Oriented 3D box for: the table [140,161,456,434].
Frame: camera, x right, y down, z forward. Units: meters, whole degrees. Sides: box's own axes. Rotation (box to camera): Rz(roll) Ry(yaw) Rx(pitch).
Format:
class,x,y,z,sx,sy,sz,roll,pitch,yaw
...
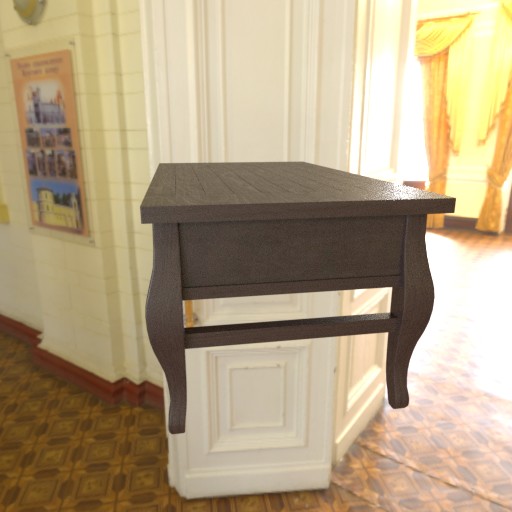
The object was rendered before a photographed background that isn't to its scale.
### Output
class,x,y,z,sx,sy,sz,roll,pitch,yaw
table,0.000,0.000,1.360,0.600,0.494,1.062,-3,16,-10
